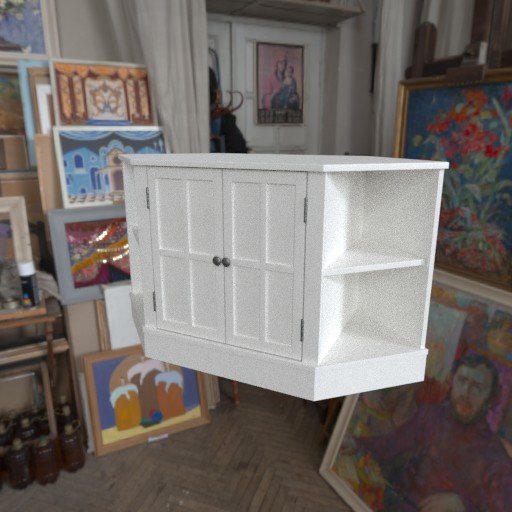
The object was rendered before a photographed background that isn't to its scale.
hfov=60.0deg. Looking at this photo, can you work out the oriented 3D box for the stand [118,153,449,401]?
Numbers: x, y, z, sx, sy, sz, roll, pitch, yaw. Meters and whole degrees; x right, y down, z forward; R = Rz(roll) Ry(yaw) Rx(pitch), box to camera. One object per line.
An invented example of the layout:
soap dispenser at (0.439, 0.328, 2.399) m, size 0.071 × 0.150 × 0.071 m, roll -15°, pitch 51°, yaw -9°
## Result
stand at (0.000, 0.000, 1.412) m, size 1.072 × 0.614 × 0.477 m, roll 7°, pitch 17°, yaw 25°
